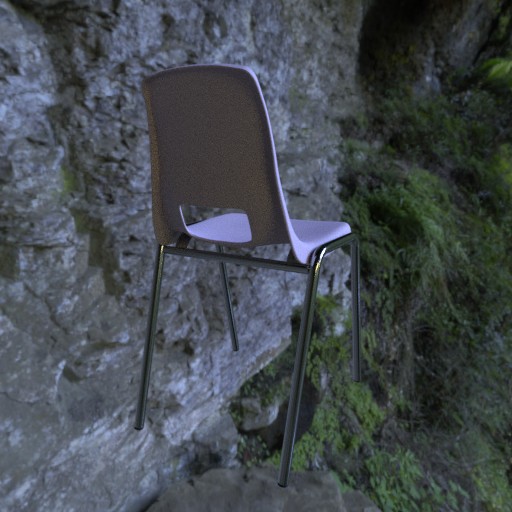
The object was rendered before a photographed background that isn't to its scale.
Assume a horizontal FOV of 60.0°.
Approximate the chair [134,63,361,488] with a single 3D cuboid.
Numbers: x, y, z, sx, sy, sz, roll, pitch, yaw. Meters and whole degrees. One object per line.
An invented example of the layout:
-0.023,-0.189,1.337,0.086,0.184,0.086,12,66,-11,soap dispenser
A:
0.000,0.000,0.950,0.381,0.704,0.436,8,16,28,chair
